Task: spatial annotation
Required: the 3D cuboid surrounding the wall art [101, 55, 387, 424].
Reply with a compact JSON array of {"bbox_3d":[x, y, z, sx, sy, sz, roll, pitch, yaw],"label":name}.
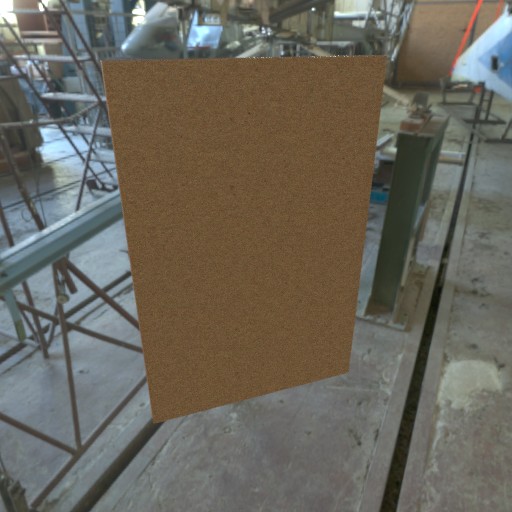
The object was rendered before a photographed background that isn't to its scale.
[{"bbox_3d":[0.000,0.000,1.119,0.610,0.914,0.037,-9,28,-17],"label":"wall art"}]
